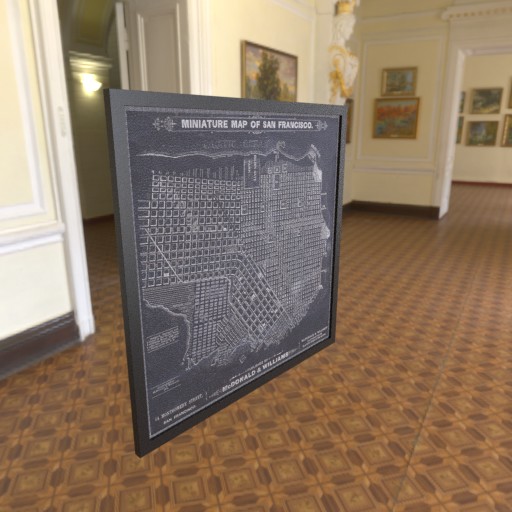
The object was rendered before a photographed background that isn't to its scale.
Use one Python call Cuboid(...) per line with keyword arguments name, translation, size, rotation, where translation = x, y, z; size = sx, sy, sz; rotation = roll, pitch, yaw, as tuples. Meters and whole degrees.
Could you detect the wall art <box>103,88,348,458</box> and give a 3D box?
Cuboid(name="wall art", translation=(0.000, 0.000, 1.210), size=(0.022, 0.807, 0.807), rotation=(14, 21, 41))
